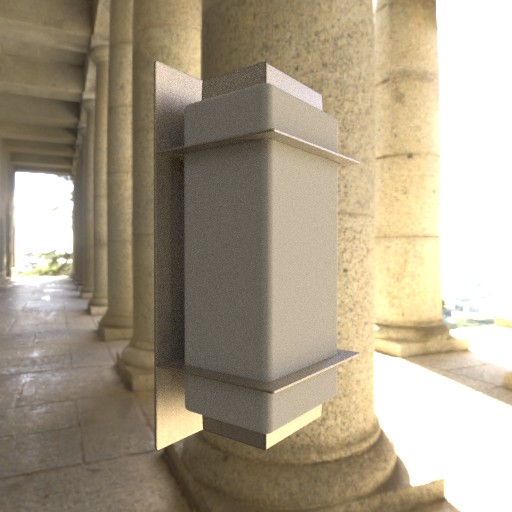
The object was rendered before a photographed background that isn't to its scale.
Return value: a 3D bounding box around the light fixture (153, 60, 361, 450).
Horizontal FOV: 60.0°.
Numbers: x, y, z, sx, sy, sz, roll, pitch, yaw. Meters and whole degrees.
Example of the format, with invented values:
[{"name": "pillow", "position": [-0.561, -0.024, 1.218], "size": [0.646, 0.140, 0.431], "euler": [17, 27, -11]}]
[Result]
[{"name": "light fixture", "position": [0.000, 0.000, 0.463], "size": [0.160, 0.380, 0.168], "euler": [1, 1, 37]}]
